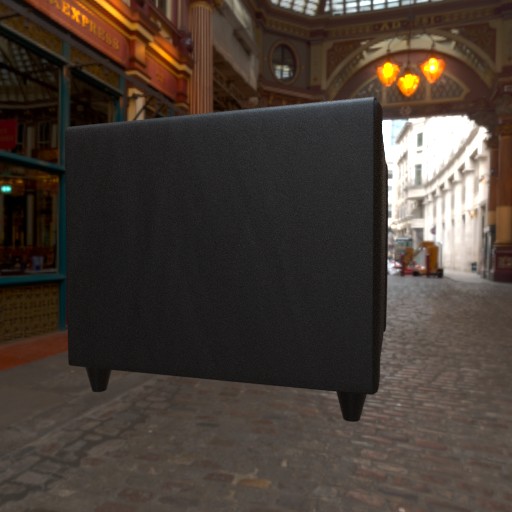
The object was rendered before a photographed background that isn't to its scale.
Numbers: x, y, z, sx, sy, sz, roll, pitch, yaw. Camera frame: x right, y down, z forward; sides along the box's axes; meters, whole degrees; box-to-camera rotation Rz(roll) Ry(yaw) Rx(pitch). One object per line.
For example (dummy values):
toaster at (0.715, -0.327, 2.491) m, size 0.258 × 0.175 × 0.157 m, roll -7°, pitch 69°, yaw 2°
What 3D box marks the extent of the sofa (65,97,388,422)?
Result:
sofa at (0.000, 0.000, 1.438) m, size 0.809 × 0.724 × 0.839 m, roll 0°, pitch 1°, yaw 18°
